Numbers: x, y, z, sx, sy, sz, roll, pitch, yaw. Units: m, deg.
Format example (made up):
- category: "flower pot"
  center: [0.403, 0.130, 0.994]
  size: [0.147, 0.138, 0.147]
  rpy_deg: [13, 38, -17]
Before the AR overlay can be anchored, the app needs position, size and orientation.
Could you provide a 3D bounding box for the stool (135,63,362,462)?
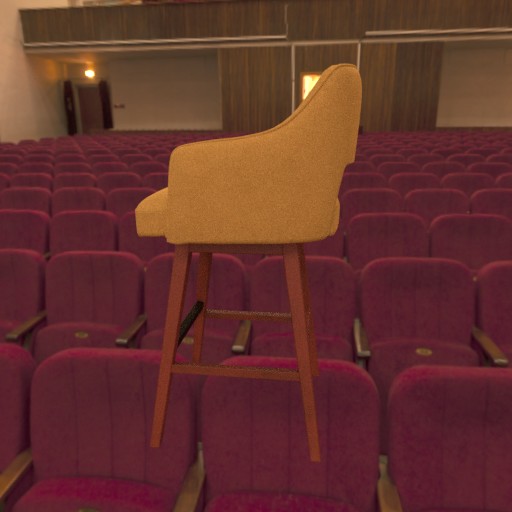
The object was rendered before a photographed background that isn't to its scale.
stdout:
- category: "stool"
  center: [0.000, 0.000, 1.311]
  size: [0.558, 1.012, 0.548]
  rpy_deg: [2, 15, 7]
